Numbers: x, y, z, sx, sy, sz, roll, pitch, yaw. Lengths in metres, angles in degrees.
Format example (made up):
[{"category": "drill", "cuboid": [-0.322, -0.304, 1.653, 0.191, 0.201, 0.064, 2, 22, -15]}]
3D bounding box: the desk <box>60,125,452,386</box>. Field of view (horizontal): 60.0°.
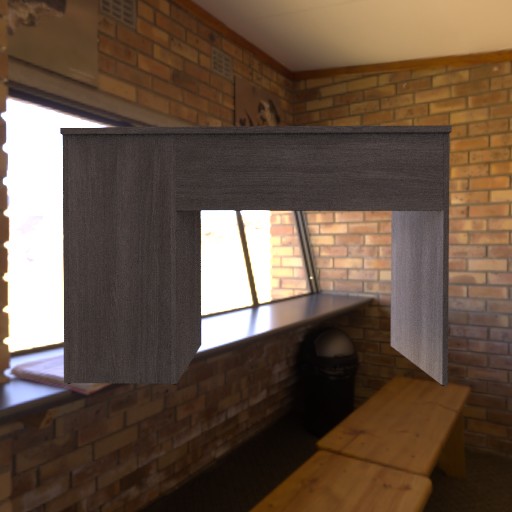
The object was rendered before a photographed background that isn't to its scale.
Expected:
[{"category": "desk", "cuboid": [0.000, 0.000, 1.525, 1.097, 0.735, 0.560, 0, 1, 1]}]
